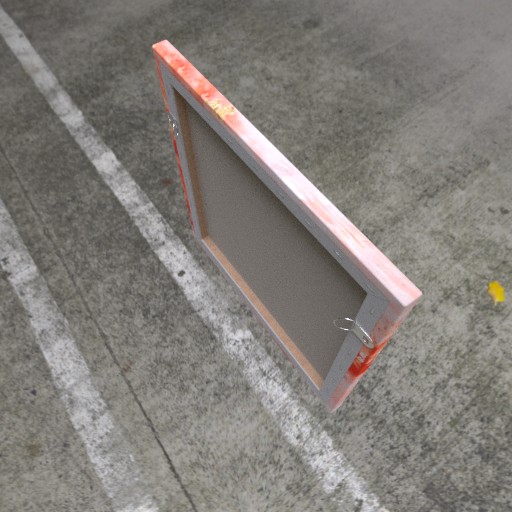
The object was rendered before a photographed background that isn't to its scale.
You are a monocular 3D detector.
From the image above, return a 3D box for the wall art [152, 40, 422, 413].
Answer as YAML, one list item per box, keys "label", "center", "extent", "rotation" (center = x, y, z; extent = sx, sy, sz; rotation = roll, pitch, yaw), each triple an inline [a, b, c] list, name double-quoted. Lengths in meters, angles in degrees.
- label: "wall art"
  center: [0.000, 0.000, 1.109]
  extent: [0.064, 0.746, 0.747]
  rotation: [-32, 64, -17]
